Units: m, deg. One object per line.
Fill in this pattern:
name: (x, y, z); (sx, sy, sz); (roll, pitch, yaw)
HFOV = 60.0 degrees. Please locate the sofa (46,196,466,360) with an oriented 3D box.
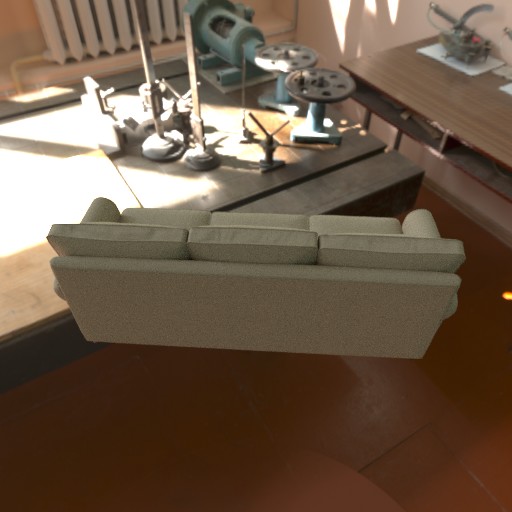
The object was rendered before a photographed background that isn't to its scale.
sofa: (0.000, 0.000, 2.871); (2.354, 0.948, 0.966); (3, 46, 2)
